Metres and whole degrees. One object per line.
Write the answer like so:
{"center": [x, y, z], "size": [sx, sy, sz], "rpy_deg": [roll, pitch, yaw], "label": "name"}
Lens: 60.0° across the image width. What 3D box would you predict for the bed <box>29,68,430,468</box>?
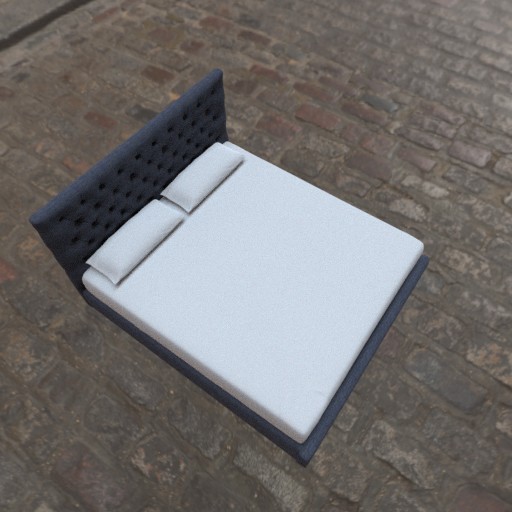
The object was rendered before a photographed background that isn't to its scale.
{"center": [0.000, 0.000, 3.657], "size": [2.387, 1.427, 2.078], "rpy_deg": [31, 63, 18], "label": "bed"}
